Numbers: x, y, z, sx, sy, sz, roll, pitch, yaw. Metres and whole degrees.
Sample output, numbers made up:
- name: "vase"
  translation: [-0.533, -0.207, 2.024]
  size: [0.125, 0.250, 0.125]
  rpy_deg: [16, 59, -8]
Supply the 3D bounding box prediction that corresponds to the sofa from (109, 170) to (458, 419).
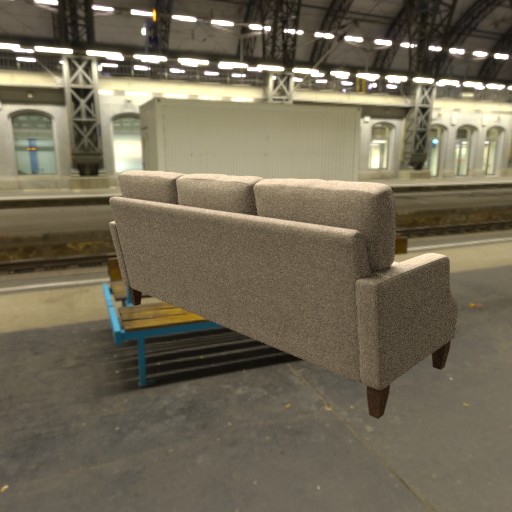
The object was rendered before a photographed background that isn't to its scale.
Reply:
- name: "sofa"
  translation: [0.000, 0.000, 2.666]
  size: [0.888, 0.984, 2.115]
  rpy_deg: [-13, 18, -43]
